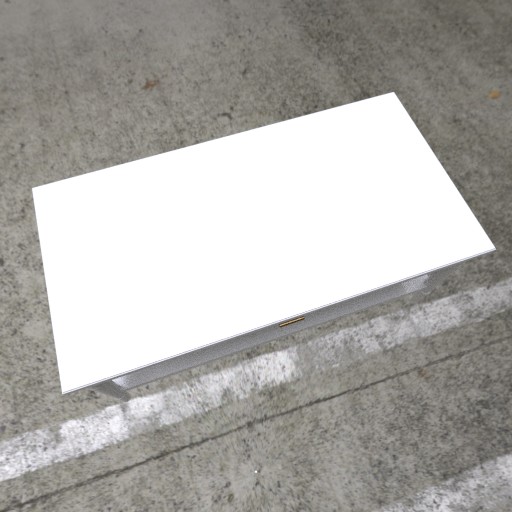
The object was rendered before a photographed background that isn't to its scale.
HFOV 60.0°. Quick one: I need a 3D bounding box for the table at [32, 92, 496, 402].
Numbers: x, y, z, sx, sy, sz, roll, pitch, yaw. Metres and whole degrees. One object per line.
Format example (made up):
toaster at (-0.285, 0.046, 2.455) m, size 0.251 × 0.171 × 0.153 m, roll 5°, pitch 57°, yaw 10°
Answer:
table at (0.000, 0.000, 1.340) m, size 1.067 × 0.457 × 0.559 m, roll -17°, pitch 65°, yaw -8°
